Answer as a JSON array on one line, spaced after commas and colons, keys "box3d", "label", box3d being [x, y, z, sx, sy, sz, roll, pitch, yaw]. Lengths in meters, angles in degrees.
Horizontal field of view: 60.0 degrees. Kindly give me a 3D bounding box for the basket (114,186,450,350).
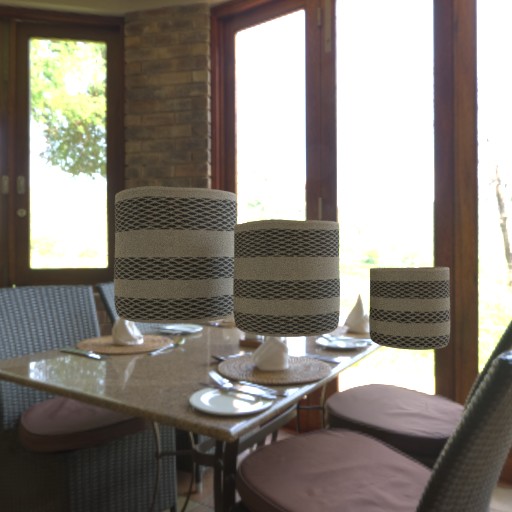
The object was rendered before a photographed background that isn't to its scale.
[{"box3d": [0.000, 0.000, 1.117, 0.917, 0.356, 0.351, 0, 0, 37], "label": "basket"}]
